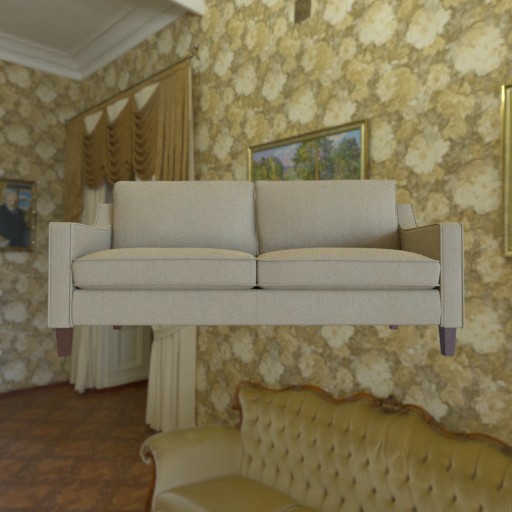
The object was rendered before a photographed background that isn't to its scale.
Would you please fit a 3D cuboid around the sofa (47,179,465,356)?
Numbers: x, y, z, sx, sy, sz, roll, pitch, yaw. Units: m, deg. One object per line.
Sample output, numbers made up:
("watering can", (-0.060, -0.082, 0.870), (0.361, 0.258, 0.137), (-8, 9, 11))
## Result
("sofa", (0.000, 0.000, 2.818), (2.178, 1.071, 1.066), (0, -1, 0))
